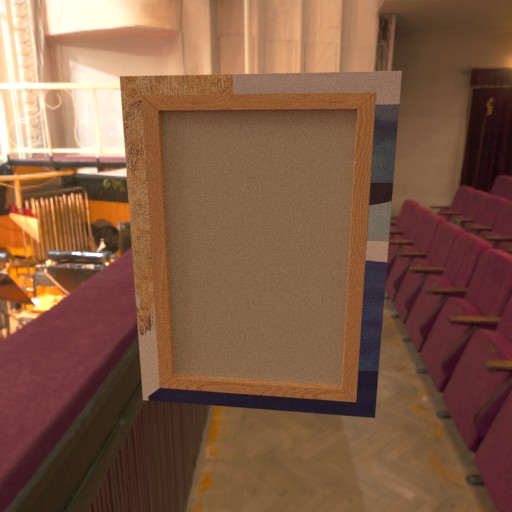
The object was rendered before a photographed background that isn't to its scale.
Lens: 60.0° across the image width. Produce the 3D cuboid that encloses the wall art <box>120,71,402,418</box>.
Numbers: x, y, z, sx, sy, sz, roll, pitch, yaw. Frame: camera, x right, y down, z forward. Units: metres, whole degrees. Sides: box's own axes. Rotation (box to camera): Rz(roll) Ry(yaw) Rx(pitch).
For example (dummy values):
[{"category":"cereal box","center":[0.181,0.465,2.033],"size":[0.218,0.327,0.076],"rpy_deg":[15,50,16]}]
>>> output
[{"category":"wall art","center":[0.000,0.000,0.803],"size":[0.458,0.613,0.026],"rpy_deg":[2,15,7]}]
